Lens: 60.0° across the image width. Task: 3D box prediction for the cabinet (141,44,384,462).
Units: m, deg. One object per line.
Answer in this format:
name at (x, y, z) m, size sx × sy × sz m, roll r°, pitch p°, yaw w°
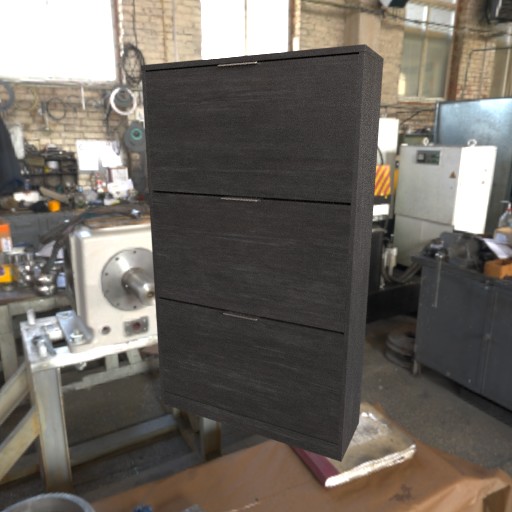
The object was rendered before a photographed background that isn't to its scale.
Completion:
cabinet at (0.000, 0.000, 1.575) m, size 0.750 × 1.280 × 0.250 m, roll 7°, pitch 16°, yaw 26°
